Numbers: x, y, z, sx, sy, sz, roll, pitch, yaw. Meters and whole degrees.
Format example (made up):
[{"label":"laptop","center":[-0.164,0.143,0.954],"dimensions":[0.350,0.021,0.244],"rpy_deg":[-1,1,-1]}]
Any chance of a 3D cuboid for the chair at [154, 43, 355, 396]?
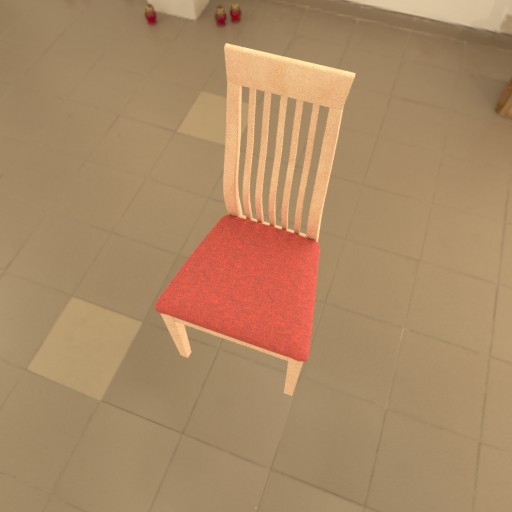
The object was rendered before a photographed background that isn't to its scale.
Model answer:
[{"label":"chair","center":[0.000,0.000,1.290],"dimensions":[0.460,1.027,0.474],"rpy_deg":[17,62,10]}]
